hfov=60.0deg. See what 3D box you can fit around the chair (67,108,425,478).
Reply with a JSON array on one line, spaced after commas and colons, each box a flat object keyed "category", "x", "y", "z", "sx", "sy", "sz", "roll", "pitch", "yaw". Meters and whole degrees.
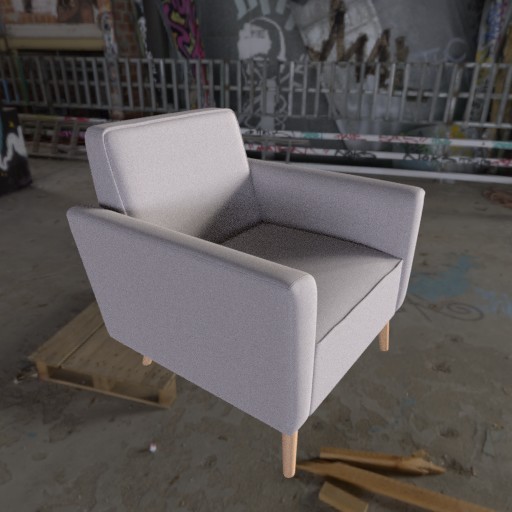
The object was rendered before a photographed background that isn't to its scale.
[{"category": "chair", "x": 0.000, "y": 0.000, "z": 1.357, "sx": 0.750, "sy": 0.780, "sz": 0.780, "roll": 18, "pitch": 31, "yaw": 32}]
